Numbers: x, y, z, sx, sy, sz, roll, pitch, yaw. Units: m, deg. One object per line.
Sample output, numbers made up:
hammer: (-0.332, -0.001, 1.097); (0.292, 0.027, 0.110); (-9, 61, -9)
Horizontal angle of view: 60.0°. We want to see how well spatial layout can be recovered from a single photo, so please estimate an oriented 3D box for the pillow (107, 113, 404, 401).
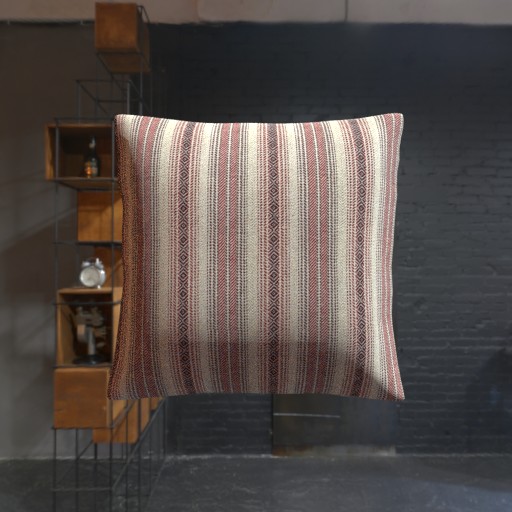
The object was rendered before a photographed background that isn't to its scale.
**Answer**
pillow: (0.000, 0.000, 0.770); (0.513, 0.497, 0.166); (0, -1, 1)
